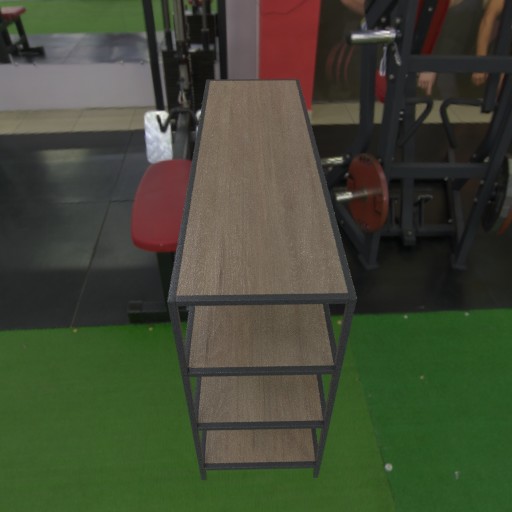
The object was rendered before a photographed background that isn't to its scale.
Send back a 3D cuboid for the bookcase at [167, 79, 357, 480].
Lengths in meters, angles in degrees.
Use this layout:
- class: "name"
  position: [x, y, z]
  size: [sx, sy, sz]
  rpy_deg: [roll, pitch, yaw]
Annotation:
- class: "bookcase"
  position: [0.000, 0.000, 1.501]
  size: [0.350, 0.780, 1.140]
  rpy_deg: [-1, 41, -1]
